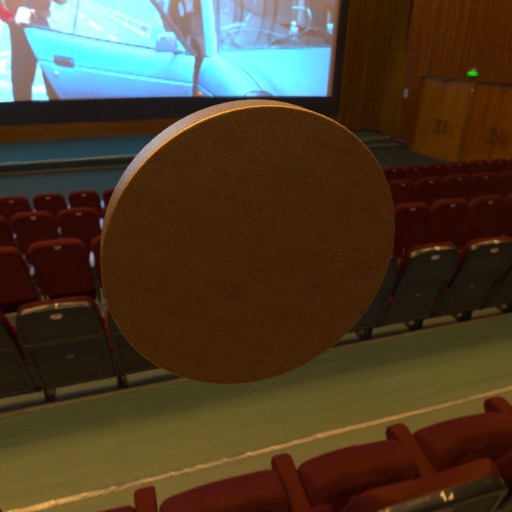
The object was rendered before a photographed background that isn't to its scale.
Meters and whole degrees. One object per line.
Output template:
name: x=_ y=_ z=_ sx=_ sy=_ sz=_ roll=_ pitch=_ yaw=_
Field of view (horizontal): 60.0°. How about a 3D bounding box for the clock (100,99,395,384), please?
clock: x=0.000 y=0.000 z=0.474 sx=0.314 sy=0.314 sz=0.040 roll=-8 pitch=27 yaw=-16
